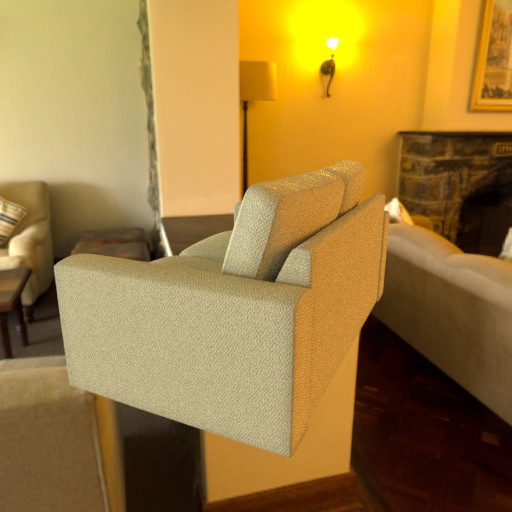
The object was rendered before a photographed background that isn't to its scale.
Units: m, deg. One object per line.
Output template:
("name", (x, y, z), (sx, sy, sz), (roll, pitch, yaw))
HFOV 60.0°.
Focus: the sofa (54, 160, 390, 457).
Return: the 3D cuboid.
("sofa", (0.000, 0.000, 2.199), (1.016, 0.873, 1.616), (8, 18, 24))
